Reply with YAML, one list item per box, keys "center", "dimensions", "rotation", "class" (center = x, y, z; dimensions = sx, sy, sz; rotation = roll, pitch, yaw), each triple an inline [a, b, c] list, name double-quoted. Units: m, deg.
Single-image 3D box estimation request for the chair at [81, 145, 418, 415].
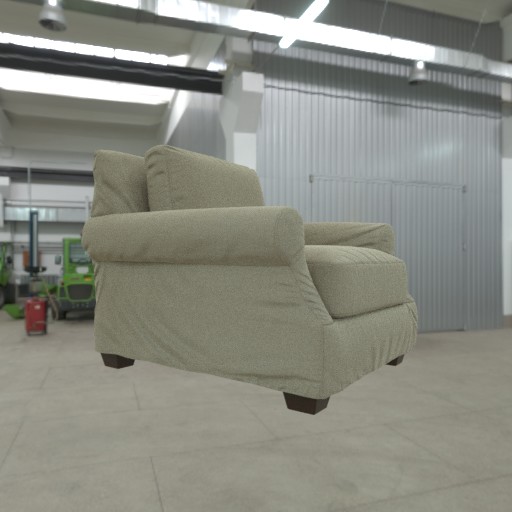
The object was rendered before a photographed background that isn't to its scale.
- center: [0.000, 0.000, 1.769]
  dimensions: [1.066, 0.866, 0.940]
  rotation: [0, 0, 36]
  class: "chair"
